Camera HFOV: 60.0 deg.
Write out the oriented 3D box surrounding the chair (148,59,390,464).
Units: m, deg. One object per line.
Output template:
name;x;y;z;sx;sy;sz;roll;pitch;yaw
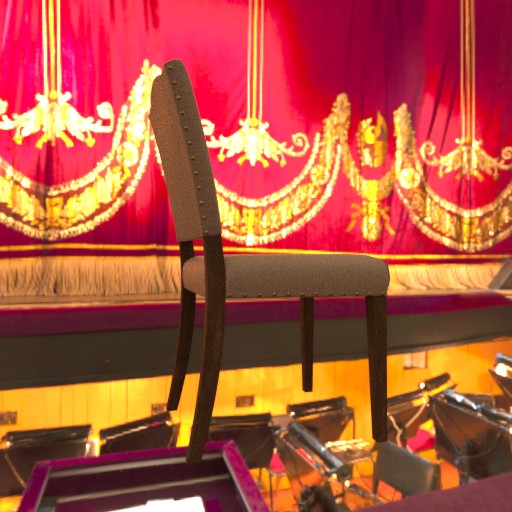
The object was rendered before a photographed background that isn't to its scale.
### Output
chair;0.000;0.000;1.358;0.620;1.020;0.508;0;0;-19
